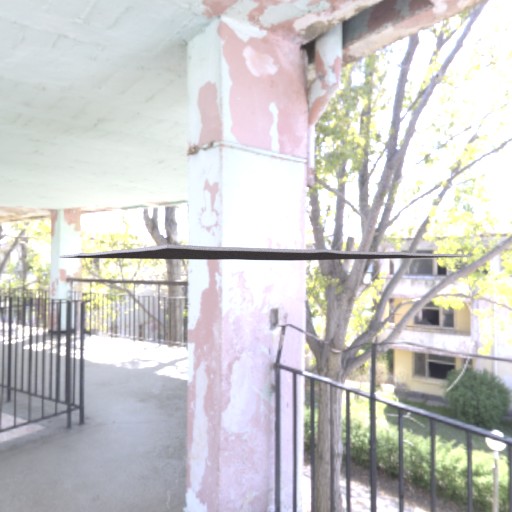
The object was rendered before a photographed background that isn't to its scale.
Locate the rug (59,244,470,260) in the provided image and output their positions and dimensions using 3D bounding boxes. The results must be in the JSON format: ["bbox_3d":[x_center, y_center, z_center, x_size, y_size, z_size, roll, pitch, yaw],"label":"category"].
[{"bbox_3d":[0.000,0.000,0.903,0.639,0.006,0.548,1,-2,-36],"label":"rug"}]
